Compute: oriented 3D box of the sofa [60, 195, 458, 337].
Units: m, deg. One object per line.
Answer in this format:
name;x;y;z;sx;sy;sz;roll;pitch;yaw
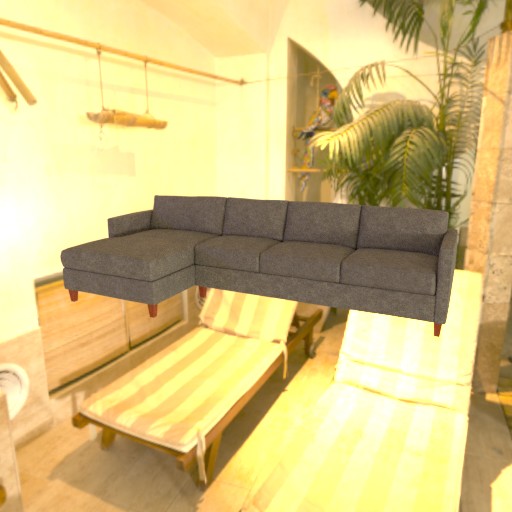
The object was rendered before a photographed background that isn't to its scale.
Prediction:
sofa;0.000;0.000;4.253;3.471;0.954;1.606;7;15;25
